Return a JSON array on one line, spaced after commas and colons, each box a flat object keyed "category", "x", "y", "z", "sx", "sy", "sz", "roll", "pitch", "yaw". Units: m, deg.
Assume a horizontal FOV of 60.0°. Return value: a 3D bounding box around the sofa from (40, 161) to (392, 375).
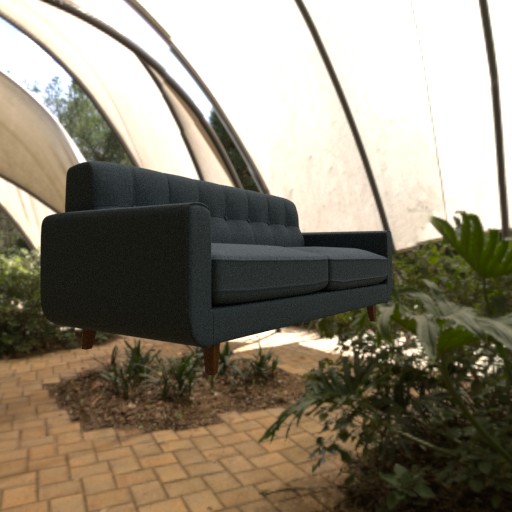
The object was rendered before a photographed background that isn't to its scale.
[{"category": "sofa", "x": 0.000, "y": 0.000, "z": 2.554, "sx": 0.942, "sy": 0.884, "sz": 2.055, "roll": 0, "pitch": 0, "yaw": 35}]
